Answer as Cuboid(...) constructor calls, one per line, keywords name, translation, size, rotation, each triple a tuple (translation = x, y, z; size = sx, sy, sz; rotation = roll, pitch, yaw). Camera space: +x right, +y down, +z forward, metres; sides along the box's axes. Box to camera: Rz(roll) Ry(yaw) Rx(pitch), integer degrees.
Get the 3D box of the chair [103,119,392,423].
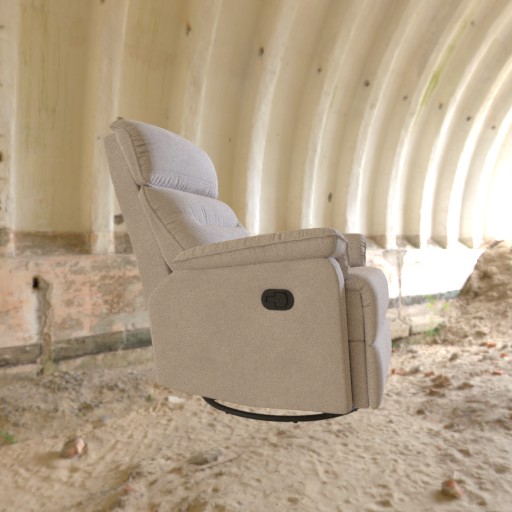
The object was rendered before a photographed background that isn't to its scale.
Cuboid(name="chair", translation=(0.000, 0.000, 1.737), size=(1.001, 1.039, 0.820), rotation=(1, 2, 19))
